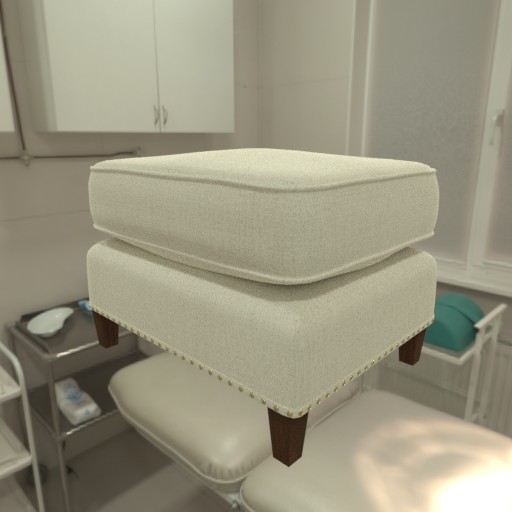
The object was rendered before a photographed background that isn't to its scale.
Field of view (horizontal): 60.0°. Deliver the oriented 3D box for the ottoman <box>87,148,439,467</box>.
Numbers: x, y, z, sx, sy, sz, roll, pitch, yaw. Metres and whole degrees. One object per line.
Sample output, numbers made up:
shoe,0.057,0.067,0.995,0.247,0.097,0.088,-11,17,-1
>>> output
ottoman,0.000,0.000,1.136,0.738,0.537,0.589,14,21,42
